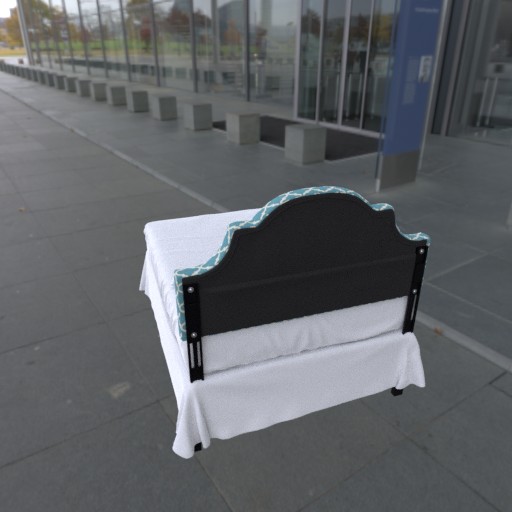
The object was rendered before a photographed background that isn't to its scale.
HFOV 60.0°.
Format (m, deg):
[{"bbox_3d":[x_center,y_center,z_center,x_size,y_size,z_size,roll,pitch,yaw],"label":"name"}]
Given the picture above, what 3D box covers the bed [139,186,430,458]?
[{"bbox_3d":[0.000,0.000,3.501,1.780,1.633,2.222,-9,27,-17],"label":"bed"}]
